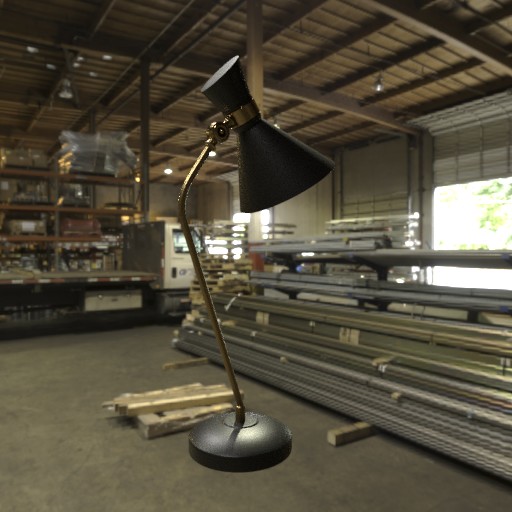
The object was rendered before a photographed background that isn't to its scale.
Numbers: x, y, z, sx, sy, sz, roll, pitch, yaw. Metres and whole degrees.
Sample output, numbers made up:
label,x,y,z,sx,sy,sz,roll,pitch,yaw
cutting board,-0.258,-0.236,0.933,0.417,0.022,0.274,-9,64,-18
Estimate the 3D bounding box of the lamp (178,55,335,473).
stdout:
label,x,y,z,sx,sy,sz,roll,pitch,yaw
lamp,0.000,0.000,0.764,0.292,0.647,0.189,-1,1,-35
